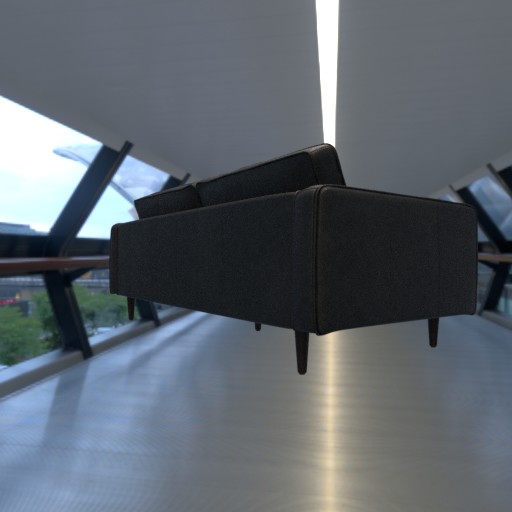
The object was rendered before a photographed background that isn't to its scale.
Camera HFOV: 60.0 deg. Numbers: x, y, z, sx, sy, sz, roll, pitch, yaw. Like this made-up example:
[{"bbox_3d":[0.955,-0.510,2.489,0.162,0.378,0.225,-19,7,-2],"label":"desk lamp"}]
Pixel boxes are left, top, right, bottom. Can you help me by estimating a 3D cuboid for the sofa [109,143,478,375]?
[{"bbox_3d":[0.000,0.000,2.272,0.921,0.770,1.879,0,0,-36],"label":"sofa"}]
